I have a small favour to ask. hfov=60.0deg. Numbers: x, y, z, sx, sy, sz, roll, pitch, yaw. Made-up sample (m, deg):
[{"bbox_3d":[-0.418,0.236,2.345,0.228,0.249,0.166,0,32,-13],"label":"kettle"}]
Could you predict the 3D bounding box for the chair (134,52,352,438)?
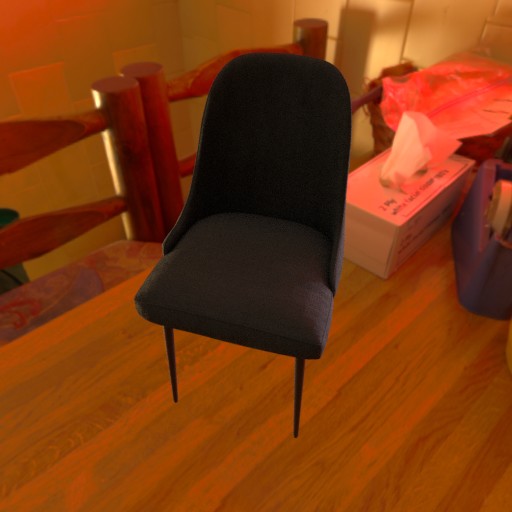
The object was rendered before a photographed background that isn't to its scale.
[{"bbox_3d":[0.000,0.000,1.217,0.478,0.896,0.559,12,43,13],"label":"chair"}]
